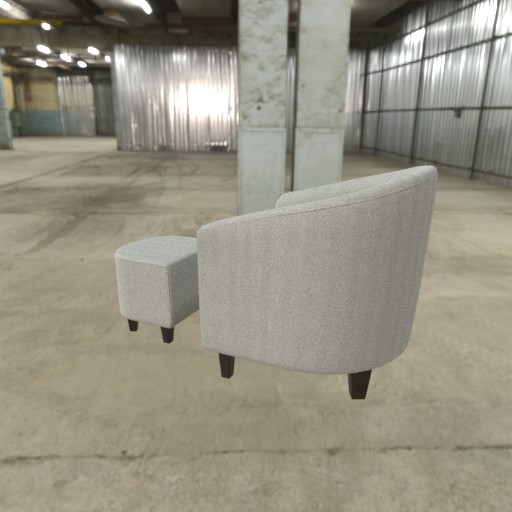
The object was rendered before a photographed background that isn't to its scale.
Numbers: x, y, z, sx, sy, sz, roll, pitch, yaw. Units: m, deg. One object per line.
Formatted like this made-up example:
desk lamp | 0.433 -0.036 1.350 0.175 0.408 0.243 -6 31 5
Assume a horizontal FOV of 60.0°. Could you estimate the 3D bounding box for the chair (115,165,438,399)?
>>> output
chair | 0.000 0.000 1.781 1.288 0.757 0.756 8 18 24
